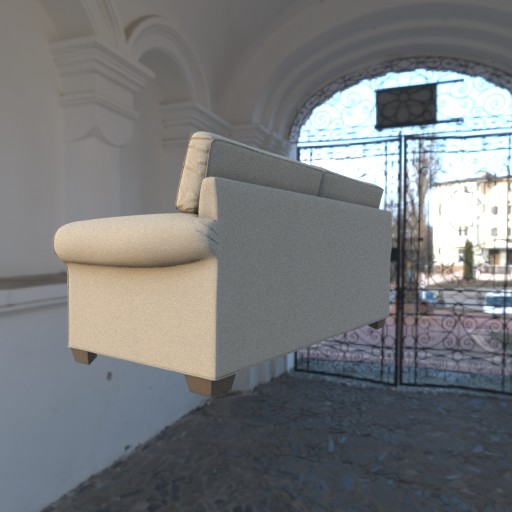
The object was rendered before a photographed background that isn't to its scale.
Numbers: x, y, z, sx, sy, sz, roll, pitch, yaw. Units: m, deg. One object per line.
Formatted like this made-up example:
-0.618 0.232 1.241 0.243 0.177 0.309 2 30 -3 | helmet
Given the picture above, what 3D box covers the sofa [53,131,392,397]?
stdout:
0.000 0.000 2.464 0.940 0.952 1.930 1 1 36 | sofa
